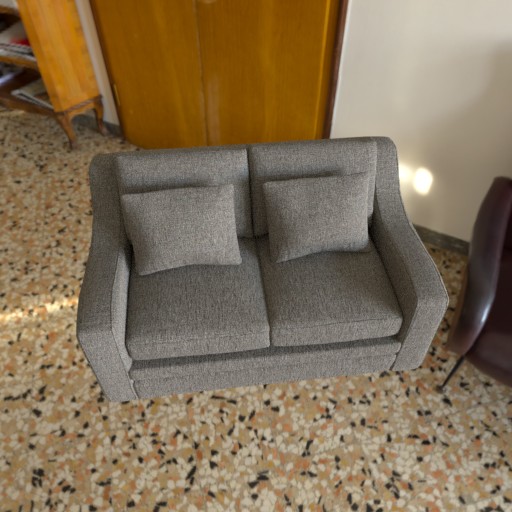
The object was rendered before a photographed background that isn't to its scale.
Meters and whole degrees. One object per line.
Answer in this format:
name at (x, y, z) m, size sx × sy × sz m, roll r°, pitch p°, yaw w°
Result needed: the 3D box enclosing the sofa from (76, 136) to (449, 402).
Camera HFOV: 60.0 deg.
sofa at (0.000, 0.000, 2.449) m, size 1.778 × 0.991 × 1.120 m, roll -5°, pitch 47°, yaw -4°
